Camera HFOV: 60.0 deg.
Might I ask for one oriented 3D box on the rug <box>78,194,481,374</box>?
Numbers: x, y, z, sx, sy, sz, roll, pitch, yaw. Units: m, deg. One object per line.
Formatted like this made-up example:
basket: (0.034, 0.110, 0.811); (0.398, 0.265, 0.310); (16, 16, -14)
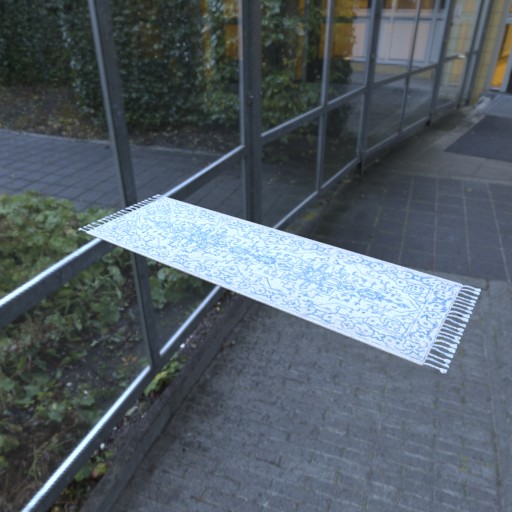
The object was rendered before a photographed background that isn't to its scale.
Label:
rug: (0.000, 0.000, 2.730); (2.449, 0.011, 0.774); (19, 35, 29)
